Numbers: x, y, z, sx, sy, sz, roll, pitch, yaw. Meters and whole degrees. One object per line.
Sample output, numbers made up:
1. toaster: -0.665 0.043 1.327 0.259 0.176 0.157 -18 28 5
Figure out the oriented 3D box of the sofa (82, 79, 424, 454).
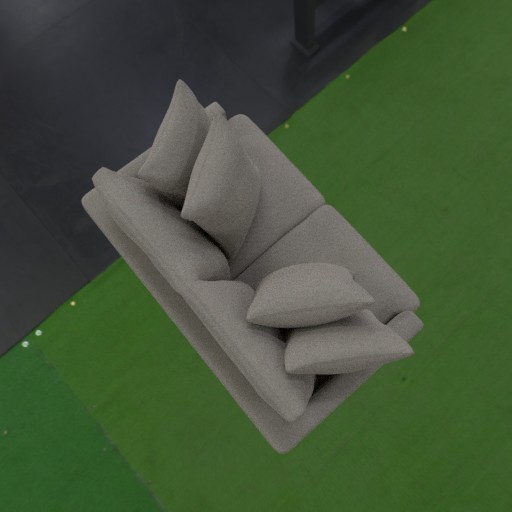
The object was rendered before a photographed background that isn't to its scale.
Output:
1. sofa: 0.000 0.000 2.663 1.228 1.080 1.869 -39 78 -10
